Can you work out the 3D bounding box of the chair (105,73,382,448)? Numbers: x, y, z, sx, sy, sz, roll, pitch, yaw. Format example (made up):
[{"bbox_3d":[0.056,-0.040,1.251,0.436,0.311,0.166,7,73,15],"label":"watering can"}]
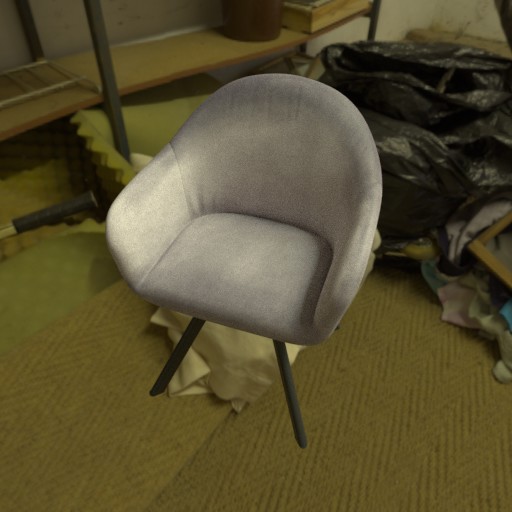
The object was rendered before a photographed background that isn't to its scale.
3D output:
[{"bbox_3d":[0.000,0.000,1.168,0.570,0.780,0.540,13,43,15],"label":"chair"}]
